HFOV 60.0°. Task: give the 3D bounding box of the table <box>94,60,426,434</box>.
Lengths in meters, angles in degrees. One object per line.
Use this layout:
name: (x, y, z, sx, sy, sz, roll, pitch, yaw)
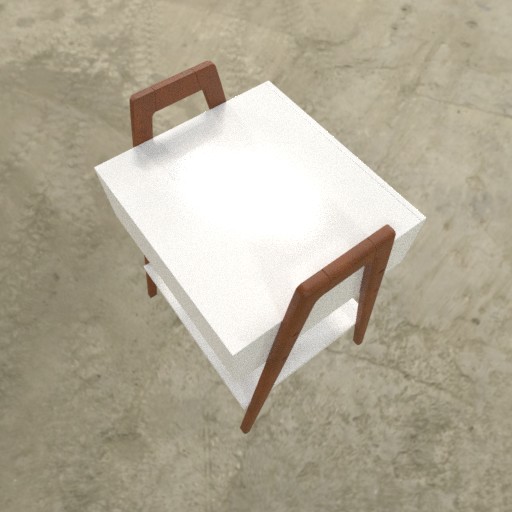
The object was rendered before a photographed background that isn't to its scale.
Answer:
table: (0.000, 0.000, 0.923, 0.405, 0.610, 0.457, -33, 65, -18)
